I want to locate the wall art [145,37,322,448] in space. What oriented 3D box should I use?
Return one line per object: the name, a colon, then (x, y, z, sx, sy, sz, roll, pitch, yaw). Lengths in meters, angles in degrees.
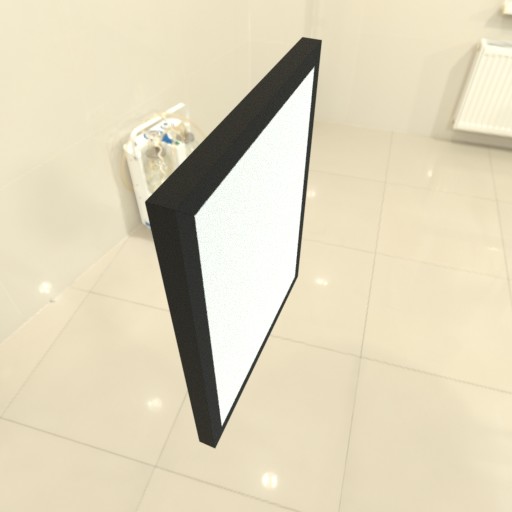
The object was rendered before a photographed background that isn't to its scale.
wall art: (0.000, 0.000, 0.546, 0.024, 0.404, 0.329, 17, 48, 16)
